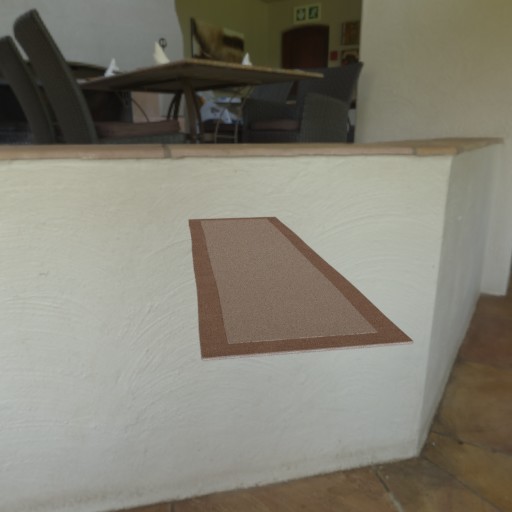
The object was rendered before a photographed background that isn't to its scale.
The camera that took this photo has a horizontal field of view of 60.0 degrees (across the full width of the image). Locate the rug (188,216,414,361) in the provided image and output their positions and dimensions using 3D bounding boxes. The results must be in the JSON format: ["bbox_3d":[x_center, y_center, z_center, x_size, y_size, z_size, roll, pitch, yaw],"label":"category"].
[{"bbox_3d":[0.000,0.000,2.677,0.767,0.012,2.430,-3,16,-9],"label":"rug"}]
